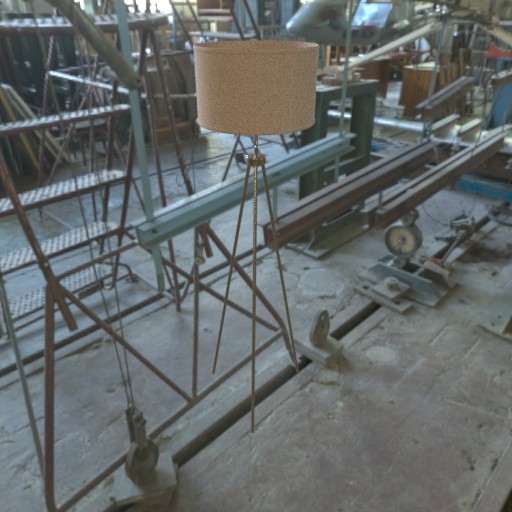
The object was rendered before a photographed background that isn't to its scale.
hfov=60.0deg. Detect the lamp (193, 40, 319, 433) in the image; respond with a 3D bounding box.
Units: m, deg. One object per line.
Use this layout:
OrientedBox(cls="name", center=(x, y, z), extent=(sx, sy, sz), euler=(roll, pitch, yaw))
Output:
OrientedBox(cls="lamp", center=(0.000, 0.000, 1.793), extent=(0.449, 1.545, 0.460), euler=(0, 29, -1))
